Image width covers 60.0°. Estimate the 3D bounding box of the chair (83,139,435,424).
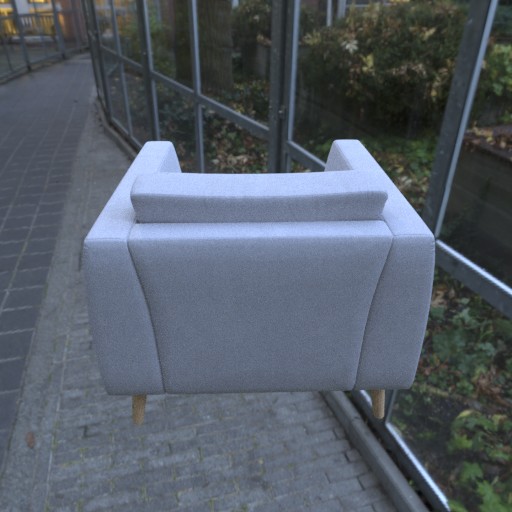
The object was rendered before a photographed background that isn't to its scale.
[{"bbox_3d":[0.000,0.000,1.702,1.000,0.860,0.930,-1,31,-1],"label":"chair"}]
